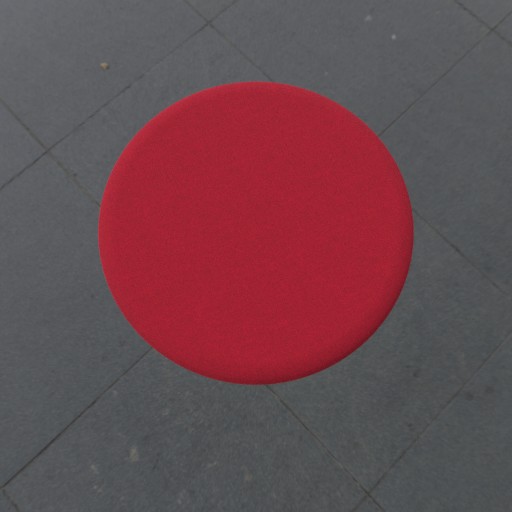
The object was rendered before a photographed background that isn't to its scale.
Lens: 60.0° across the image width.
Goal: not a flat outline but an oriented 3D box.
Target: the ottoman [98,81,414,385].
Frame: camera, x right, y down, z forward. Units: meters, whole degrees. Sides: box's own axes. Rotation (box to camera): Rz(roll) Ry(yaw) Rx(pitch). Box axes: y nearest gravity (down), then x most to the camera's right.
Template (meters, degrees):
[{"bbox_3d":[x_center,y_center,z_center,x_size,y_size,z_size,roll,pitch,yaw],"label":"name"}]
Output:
[{"bbox_3d":[0.000,0.000,0.741,0.400,0.406,0.400,0,76,0],"label":"ottoman"}]
